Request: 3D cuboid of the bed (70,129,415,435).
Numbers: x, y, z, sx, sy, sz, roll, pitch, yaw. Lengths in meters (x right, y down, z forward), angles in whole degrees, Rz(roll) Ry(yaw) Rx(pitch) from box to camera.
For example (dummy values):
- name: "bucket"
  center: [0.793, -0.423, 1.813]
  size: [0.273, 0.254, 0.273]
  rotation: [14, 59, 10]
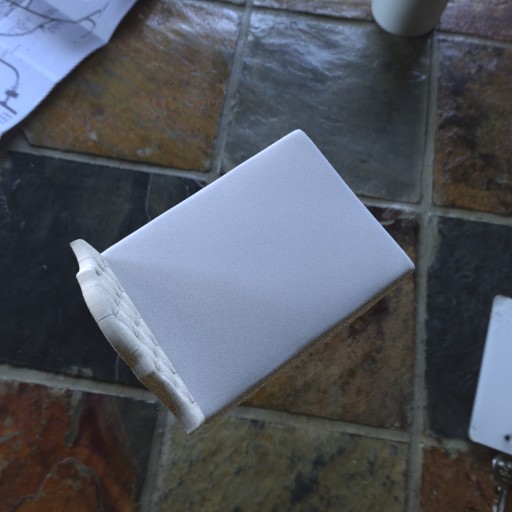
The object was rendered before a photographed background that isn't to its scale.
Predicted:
- name: "bed"
  center: [0.000, 0.000, 3.297]
  size: [2.092, 1.575, 1.627]
  rotation: [-34, 77, -9]
